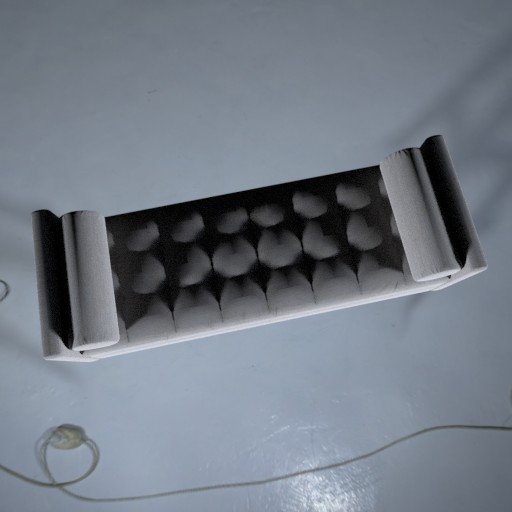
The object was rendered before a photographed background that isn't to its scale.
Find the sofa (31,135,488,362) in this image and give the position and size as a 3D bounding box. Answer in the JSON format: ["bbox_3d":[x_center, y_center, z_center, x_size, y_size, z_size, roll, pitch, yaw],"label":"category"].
[{"bbox_3d":[0.000,0.000,2.288,1.981,0.635,0.686,-11,76,-3],"label":"sofa"}]
